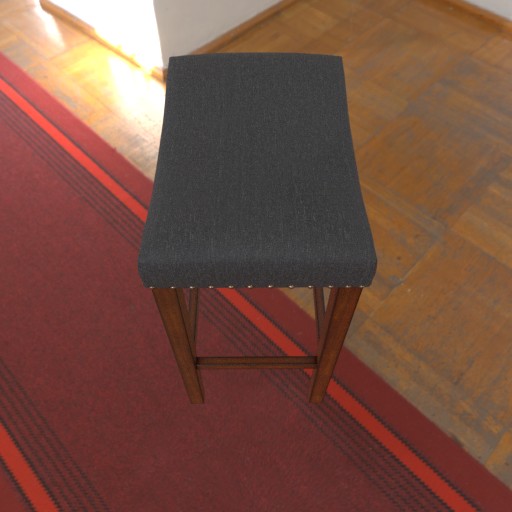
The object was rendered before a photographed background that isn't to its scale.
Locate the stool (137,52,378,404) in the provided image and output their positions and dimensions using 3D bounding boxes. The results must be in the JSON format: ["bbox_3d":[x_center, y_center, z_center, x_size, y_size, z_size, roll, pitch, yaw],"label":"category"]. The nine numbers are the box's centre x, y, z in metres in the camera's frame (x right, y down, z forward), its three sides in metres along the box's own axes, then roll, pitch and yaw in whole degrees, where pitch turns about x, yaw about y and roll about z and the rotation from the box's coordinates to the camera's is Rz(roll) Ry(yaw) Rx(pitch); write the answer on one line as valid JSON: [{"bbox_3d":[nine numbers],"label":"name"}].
[{"bbox_3d":[0.000,0.000,1.046,0.366,0.760,0.502,0,58,0],"label":"stool"}]
